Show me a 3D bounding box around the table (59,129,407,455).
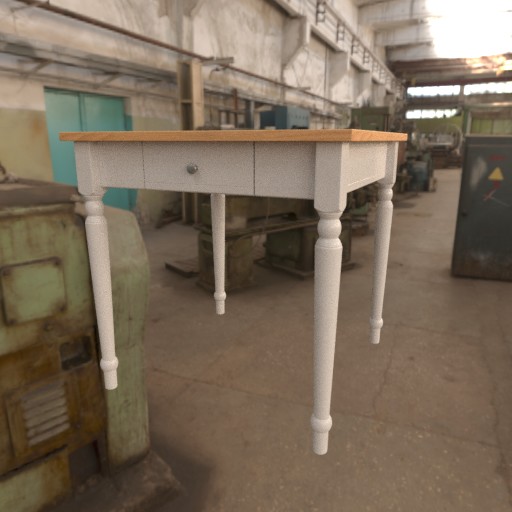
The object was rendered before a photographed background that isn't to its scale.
[{"bbox_3d":[0.000,0.000,1.381,0.747,0.738,0.747,7,16,25],"label":"table"}]
